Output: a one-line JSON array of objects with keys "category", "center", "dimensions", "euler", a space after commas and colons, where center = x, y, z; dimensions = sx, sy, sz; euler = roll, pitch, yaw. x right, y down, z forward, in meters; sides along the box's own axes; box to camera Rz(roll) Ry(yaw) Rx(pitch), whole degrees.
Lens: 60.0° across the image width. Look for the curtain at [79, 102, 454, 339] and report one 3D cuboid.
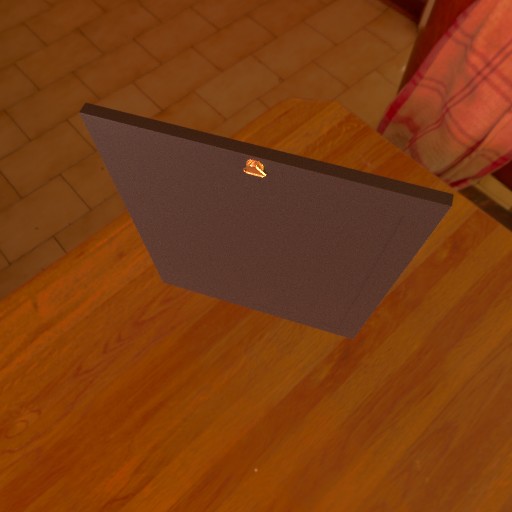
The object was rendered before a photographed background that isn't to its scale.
[{"category": "curtain", "center": [0.000, 0.000, 0.815], "dimensions": [0.483, 0.585, 0.027], "euler": [16, 65, 8]}]
